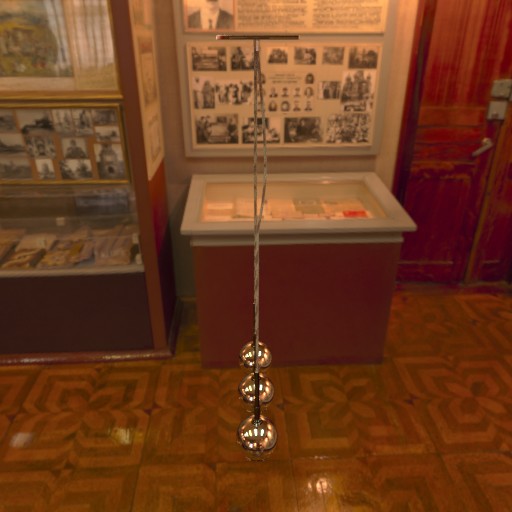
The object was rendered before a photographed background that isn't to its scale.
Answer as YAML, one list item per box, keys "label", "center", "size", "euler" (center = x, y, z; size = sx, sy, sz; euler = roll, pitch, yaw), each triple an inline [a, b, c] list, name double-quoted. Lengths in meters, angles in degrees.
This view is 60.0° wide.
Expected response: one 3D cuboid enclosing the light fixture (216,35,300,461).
- label: "light fixture"
  center: [0.000, 0.000, 1.579]
  size: [0.188, 1.408, 0.623]
  euler: [0, 27, -1]
